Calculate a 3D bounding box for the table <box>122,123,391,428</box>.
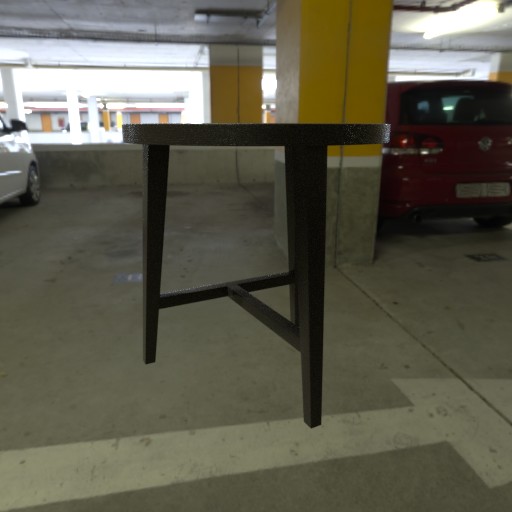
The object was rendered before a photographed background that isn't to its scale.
[{"bbox_3d":[0.000,0.000,0.932,0.500,0.531,0.500,0,16,0],"label":"table"}]
